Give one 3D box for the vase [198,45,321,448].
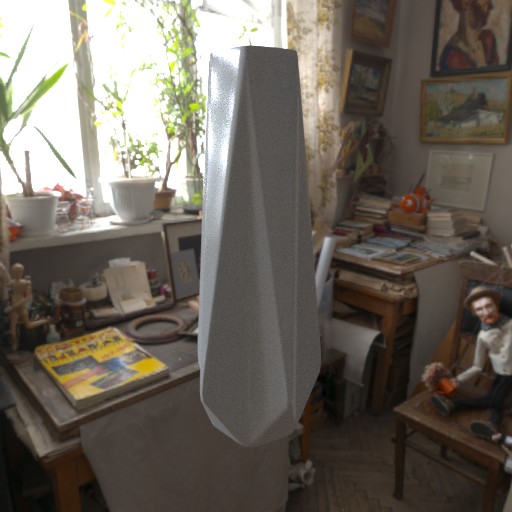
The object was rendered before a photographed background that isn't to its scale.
[{"bbox_3d":[0.000,0.000,0.393,0.122,0.329,0.116,2,15,9],"label":"vase"}]
